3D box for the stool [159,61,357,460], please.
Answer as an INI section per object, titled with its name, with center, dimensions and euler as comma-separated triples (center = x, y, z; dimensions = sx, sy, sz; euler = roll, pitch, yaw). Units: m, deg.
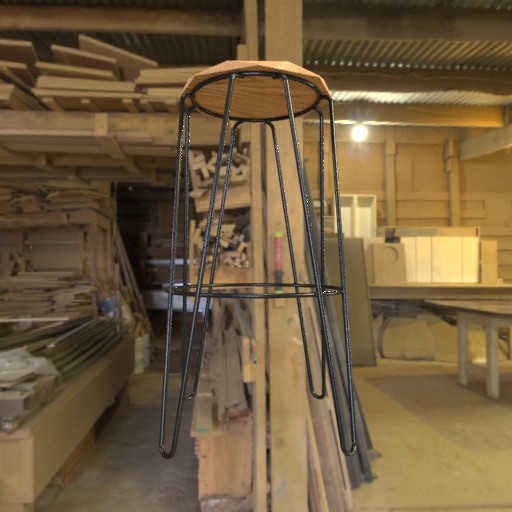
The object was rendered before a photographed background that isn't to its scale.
[stool]
center = 0.000, 0.000, 0.807
dimensions = 0.326, 0.610, 0.326
euler = 0, -1, -2
